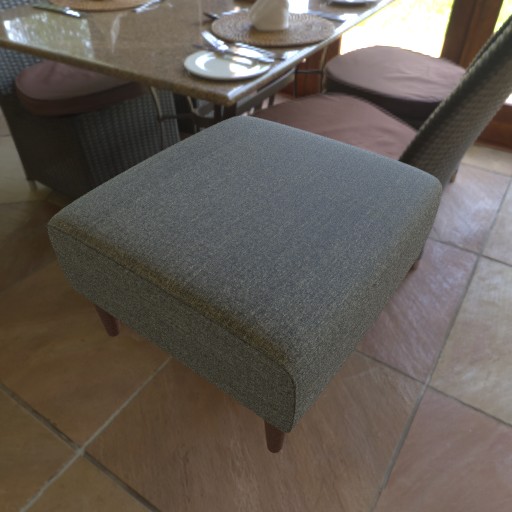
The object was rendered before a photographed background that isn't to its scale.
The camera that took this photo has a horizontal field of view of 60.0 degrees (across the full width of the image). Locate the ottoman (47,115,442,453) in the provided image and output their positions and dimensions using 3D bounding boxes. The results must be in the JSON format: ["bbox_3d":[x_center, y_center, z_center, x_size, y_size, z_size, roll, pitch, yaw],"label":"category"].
[{"bbox_3d":[0.000,0.000,1.072,0.648,0.399,0.655,26,47,27],"label":"ottoman"}]
